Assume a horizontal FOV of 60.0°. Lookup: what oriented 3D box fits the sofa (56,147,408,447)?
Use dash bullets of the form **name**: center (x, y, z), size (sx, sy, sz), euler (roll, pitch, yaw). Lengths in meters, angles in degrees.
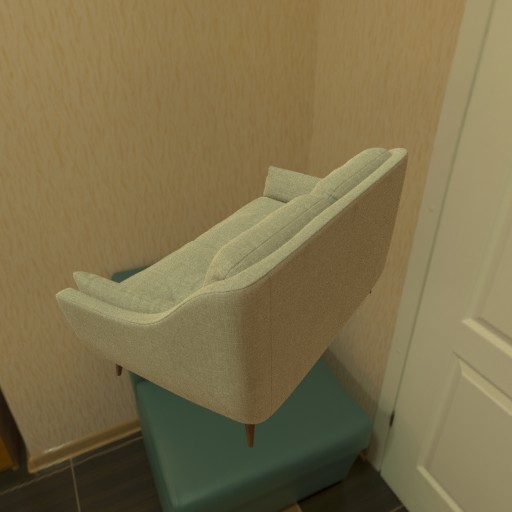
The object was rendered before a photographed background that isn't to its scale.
- **sofa**: center (0.000, 0.000, 2.216), size (0.965, 0.888, 1.652), euler (20, 37, 29)
